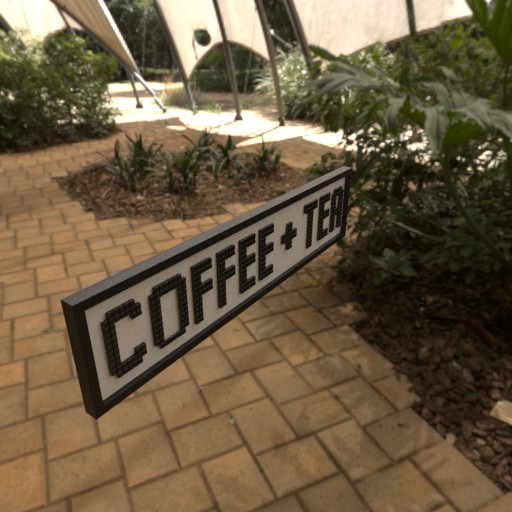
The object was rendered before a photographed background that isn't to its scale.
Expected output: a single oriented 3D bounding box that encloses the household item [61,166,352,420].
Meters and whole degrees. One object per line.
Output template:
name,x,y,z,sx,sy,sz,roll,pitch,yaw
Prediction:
household item,0.000,0.000,1.099,0.030,0.236,1.001,17,31,32
